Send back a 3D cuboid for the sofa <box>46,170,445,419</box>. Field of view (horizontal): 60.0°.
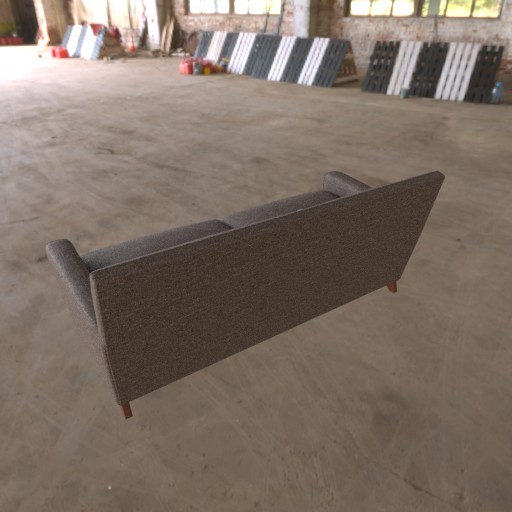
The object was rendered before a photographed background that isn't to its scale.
[{"bbox_3d":[0.000,0.000,2.465,1.976,0.846,0.875,-19,35,-29],"label":"sofa"}]
